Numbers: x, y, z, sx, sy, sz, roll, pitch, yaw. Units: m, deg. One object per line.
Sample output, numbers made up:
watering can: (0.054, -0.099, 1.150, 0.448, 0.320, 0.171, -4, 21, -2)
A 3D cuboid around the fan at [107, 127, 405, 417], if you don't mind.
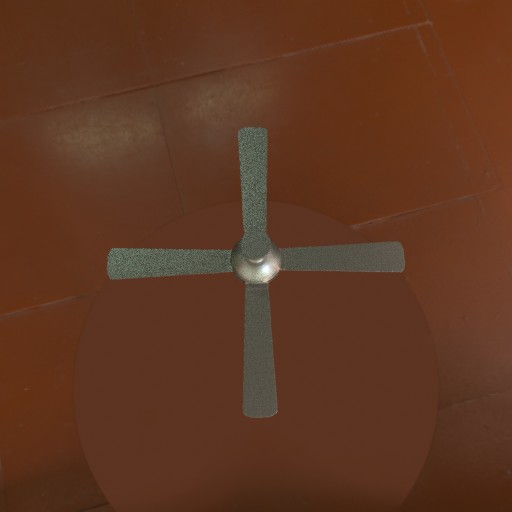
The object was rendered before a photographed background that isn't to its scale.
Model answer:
fan: (0.000, 0.000, 1.991, 1.321, 0.381, 1.321, 19, 76, 5)
